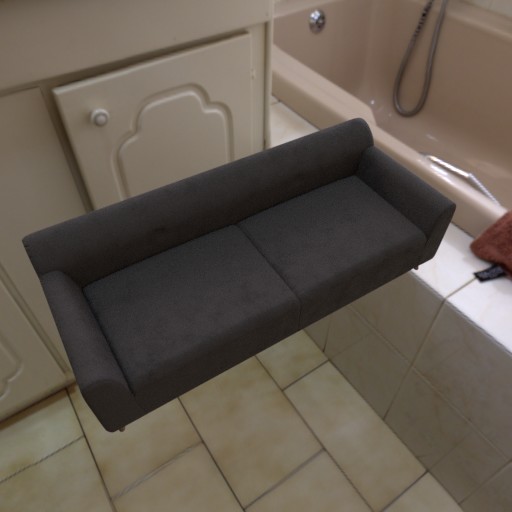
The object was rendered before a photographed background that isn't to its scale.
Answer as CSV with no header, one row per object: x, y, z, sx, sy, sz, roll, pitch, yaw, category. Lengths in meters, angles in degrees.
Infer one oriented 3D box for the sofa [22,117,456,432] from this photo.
0.000,0.000,2.567,2.190,0.740,0.900,-24,52,-21,sofa
